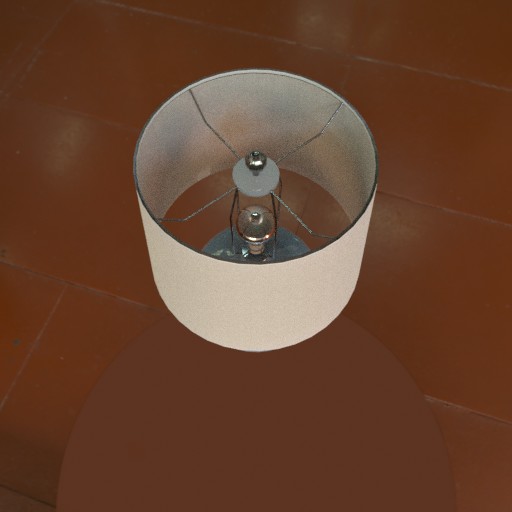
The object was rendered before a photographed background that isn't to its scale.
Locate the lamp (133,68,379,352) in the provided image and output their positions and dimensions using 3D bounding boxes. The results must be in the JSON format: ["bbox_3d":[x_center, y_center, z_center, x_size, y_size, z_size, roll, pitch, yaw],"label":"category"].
[{"bbox_3d":[0.000,0.000,0.545,0.247,0.387,0.247,0,64,0],"label":"lamp"}]
